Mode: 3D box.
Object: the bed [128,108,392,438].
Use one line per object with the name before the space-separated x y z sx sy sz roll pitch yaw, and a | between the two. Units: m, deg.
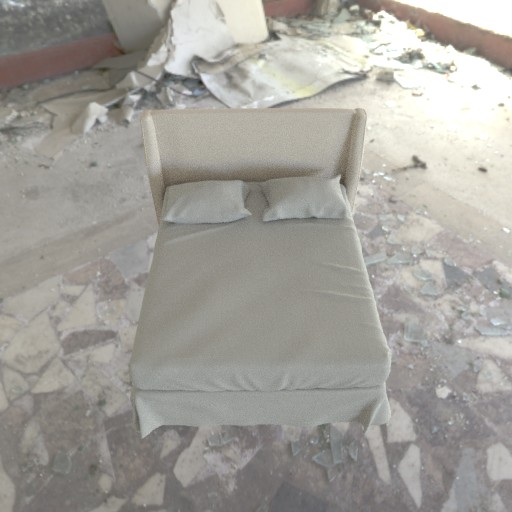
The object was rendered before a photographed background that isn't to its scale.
bed | 0.000 0.000 3.434 1.925 1.332 2.276 -1 45 -1
